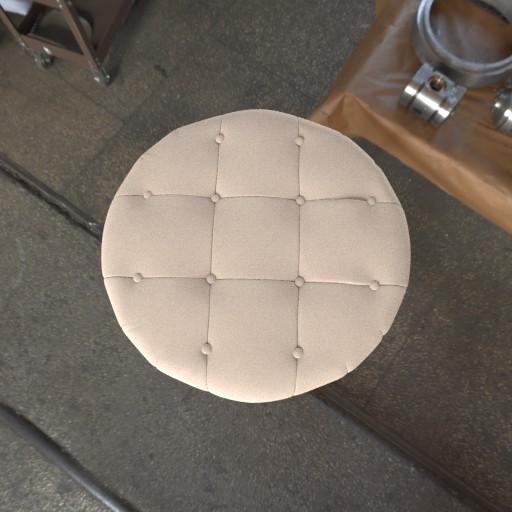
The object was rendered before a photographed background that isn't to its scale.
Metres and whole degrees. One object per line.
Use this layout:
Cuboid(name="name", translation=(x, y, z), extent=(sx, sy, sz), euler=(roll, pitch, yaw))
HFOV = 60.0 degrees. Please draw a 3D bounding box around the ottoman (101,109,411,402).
Cuboid(name="ottoman", translation=(0.000, 0.000, 1.442), extent=(0.901, 0.439, 0.901), euler=(0, 75, 0))
